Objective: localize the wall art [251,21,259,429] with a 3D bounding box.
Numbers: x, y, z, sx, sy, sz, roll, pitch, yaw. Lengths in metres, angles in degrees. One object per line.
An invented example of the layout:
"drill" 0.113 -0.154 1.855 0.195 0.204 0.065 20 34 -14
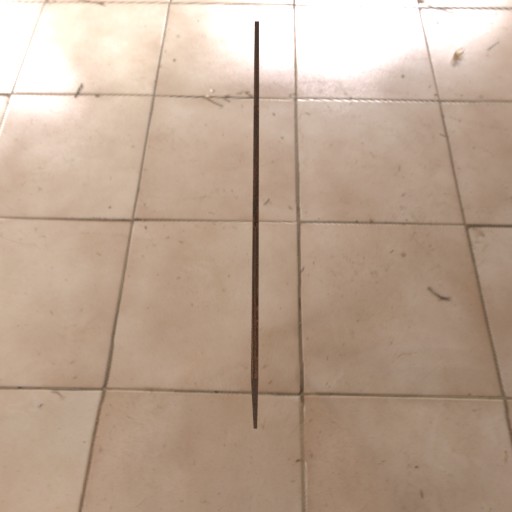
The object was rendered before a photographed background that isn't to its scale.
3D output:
"wall art" 0.000 0.000 1.363 0.013 0.914 0.915 0 64 0
